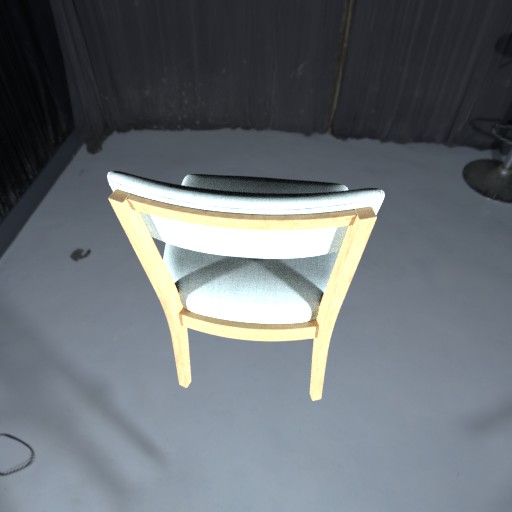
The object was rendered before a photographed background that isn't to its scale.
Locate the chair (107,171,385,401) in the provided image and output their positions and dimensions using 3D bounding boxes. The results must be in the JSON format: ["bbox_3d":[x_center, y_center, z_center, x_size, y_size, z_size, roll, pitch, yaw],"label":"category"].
[{"bbox_3d":[0.000,0.000,1.205,0.508,0.832,0.572,4,47,4],"label":"chair"}]
